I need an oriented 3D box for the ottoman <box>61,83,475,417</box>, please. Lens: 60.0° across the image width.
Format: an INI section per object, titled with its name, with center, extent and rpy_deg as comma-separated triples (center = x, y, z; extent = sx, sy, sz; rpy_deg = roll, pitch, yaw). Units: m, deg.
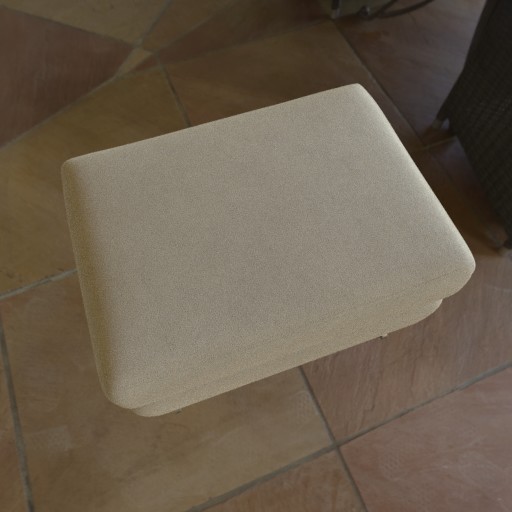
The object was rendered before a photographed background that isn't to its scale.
[ottoman]
center = 0.000, 0.000, 1.114
extent = 0.773, 0.504, 0.569
rpy_deg = -18, 65, -9
